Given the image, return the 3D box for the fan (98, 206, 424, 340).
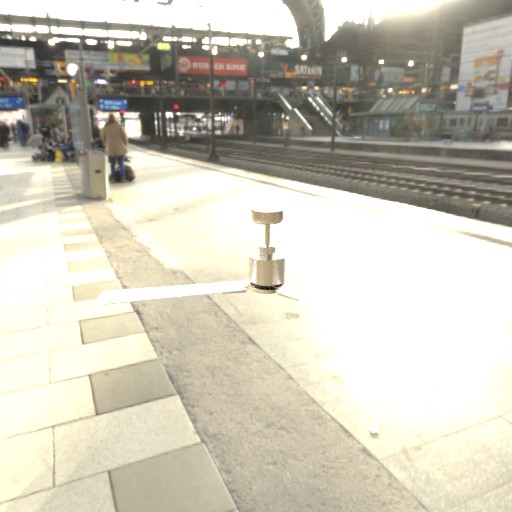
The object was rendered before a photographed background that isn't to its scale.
[{"bbox_3d":[0.000,0.000,2.305,1.531,0.446,1.561,-8,18,-26],"label":"fan"}]
